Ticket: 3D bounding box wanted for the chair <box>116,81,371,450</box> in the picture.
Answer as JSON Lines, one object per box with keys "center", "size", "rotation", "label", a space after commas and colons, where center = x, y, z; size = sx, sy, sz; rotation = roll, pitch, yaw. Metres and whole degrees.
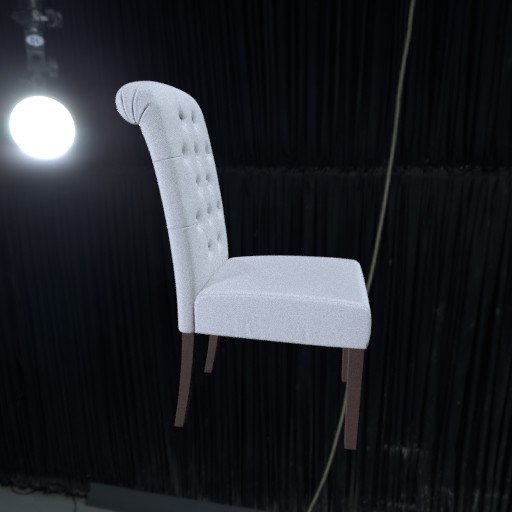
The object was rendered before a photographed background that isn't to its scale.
{"center": [0.000, 0.000, 1.373], "size": [0.671, 1.006, 0.456], "rotation": [2, 15, 9], "label": "chair"}
